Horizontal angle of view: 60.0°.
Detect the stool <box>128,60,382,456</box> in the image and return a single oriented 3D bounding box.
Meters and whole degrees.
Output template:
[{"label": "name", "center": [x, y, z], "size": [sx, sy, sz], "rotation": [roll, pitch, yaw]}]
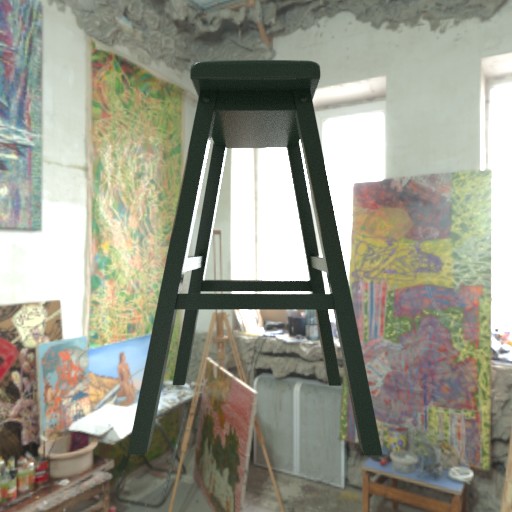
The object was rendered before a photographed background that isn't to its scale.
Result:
[{"label": "stool", "center": [0.000, 0.000, 1.050], "size": [0.476, 0.737, 0.457], "rotation": [0, 1, 1]}]
